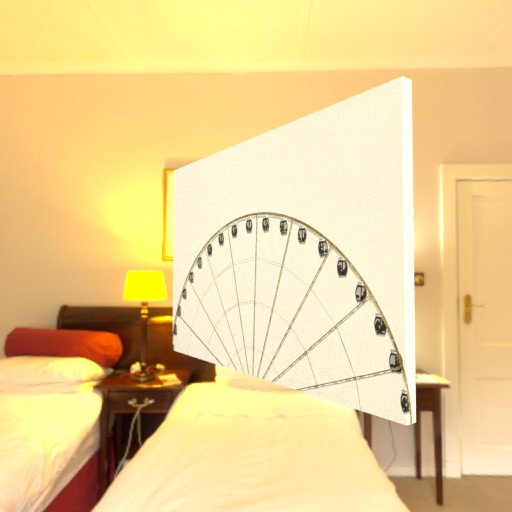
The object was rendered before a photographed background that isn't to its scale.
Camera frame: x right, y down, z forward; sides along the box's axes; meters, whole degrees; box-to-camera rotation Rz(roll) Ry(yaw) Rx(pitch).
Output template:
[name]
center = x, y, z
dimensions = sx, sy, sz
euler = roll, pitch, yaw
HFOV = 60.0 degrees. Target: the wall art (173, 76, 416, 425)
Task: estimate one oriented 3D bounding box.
[wall art]
center = 0.000, 0.000, 1.441
dimensions = 0.038, 0.767, 1.144
euler = 1, -3, -36
